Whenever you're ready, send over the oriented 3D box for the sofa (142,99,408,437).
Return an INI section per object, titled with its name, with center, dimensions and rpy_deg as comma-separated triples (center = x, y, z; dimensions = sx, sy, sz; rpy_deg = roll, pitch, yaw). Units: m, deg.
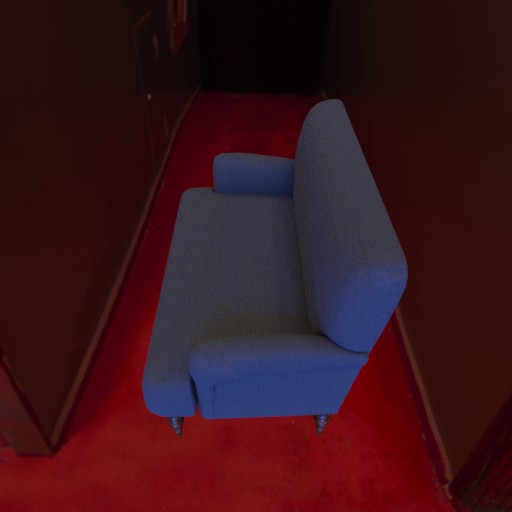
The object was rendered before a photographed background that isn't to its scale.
[sofa]
center = 0.000, 0.000, 1.832
dimensions = 0.779, 0.889, 1.297
rpy_deg = 0, 41, 0
